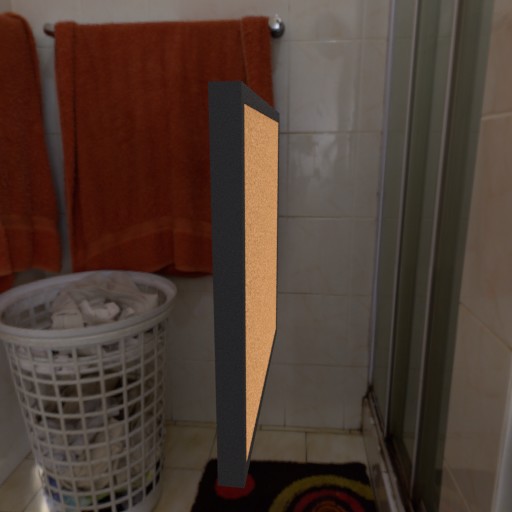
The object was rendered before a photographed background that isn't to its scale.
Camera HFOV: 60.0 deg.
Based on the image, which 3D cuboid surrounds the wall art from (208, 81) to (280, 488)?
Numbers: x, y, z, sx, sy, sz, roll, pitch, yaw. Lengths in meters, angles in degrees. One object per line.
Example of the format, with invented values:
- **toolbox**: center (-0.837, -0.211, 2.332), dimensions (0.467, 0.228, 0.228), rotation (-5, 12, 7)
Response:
- **wall art**: center (0.000, 0.000, 0.768), dimensions (0.036, 0.503, 0.506), rotation (2, 14, 7)
